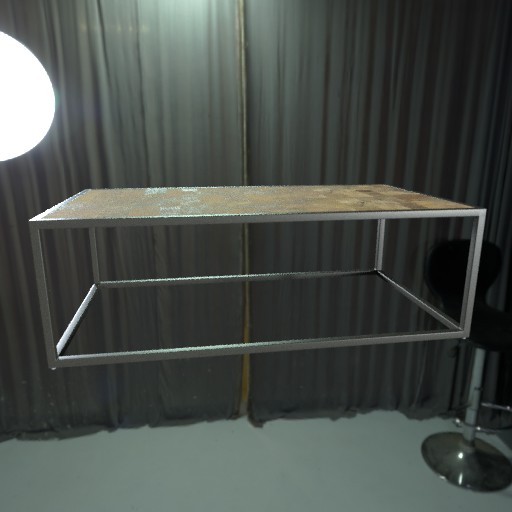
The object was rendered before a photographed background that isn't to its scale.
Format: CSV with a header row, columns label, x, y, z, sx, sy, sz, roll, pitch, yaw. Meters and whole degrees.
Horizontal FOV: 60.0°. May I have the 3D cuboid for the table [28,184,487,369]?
label,x,y,z,sx,sy,sz,roll,pitch,yaw
table,0.000,0.000,1.504,1.199,0.398,0.649,-2,15,-9
